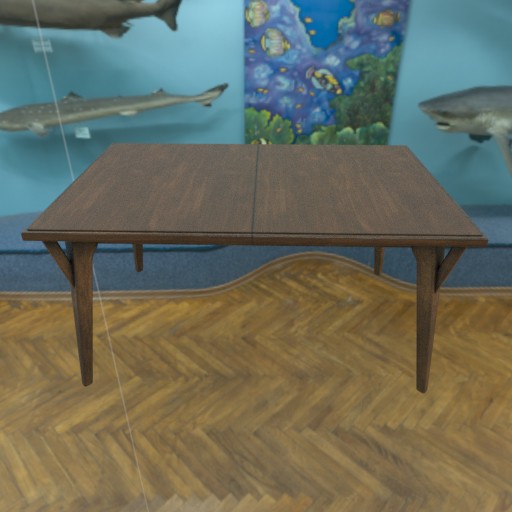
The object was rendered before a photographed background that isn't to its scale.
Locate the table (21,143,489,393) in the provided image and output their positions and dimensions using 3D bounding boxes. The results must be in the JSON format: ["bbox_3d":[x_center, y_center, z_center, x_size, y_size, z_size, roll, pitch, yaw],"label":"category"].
[{"bbox_3d":[0.000,0.000,2.058,1.524,0.761,0.990,1,31,1],"label":"table"}]
